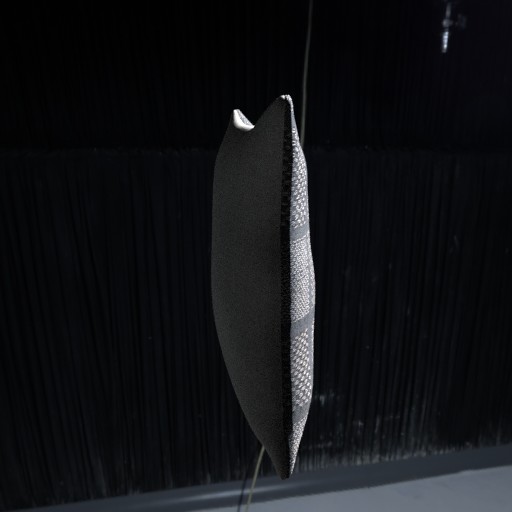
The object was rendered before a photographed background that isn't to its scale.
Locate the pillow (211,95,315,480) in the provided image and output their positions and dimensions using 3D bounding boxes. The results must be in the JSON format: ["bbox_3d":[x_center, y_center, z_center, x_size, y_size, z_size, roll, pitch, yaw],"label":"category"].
[{"bbox_3d":[0.000,0.000,0.667,0.138,0.432,0.435,-2,17,-8],"label":"pillow"}]
